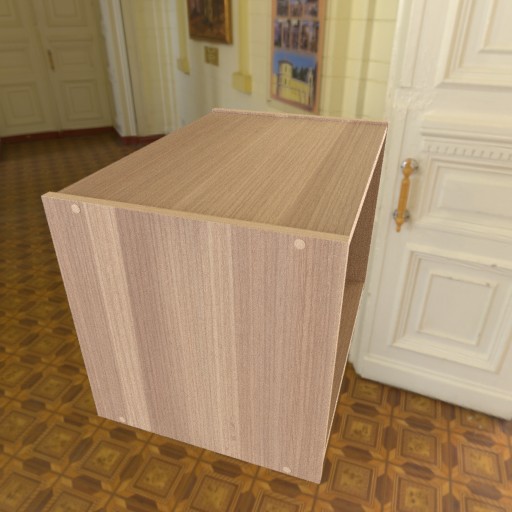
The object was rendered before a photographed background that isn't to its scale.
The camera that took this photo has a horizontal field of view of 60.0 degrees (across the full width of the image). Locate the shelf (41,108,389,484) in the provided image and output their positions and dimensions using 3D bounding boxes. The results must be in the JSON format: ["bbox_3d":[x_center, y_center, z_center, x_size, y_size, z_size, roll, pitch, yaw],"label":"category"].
[{"bbox_3d":[0.000,0.000,0.626,0.290,0.305,0.415,10,32,16],"label":"shelf"}]
